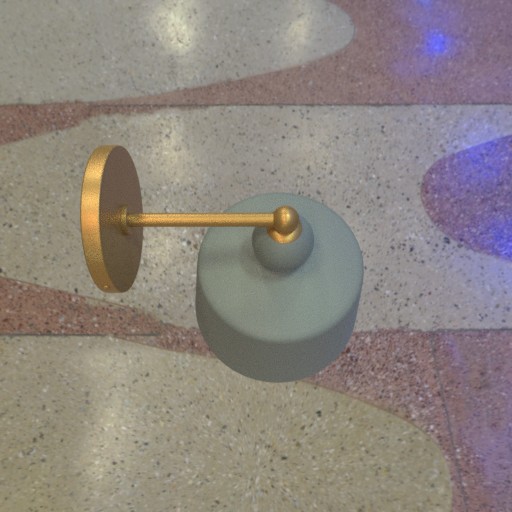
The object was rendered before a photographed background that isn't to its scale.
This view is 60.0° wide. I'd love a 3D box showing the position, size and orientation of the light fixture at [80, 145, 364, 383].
[{"bbox_3d":[0.000,0.000,0.446,0.254,0.268,0.204,0,64,0],"label":"light fixture"}]
